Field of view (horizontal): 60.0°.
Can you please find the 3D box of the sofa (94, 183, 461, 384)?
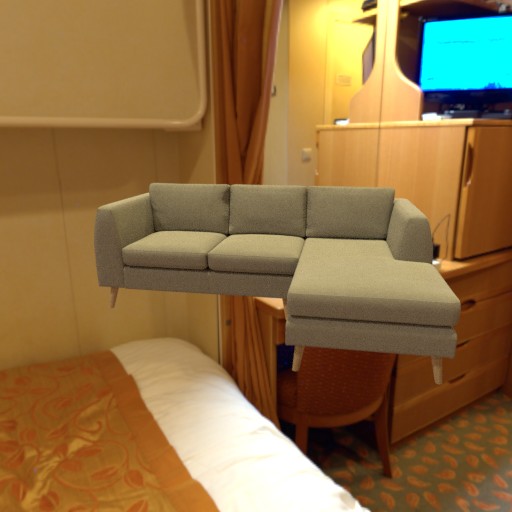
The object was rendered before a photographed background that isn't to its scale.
[{"bbox_3d":[0.000,0.000,3.048,2.300,0.860,1.580,3,15,10],"label":"sofa"}]
